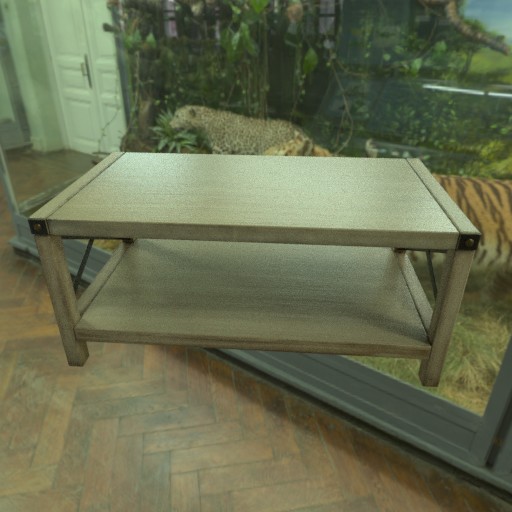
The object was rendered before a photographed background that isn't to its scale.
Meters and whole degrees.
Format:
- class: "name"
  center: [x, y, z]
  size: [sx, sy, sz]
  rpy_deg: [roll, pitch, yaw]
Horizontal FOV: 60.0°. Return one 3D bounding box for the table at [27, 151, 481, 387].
- class: "table"
  center: [0.000, 0.000, 1.319]
  size: [1.016, 0.456, 0.559]
  rpy_deg: [2, 29, 4]
